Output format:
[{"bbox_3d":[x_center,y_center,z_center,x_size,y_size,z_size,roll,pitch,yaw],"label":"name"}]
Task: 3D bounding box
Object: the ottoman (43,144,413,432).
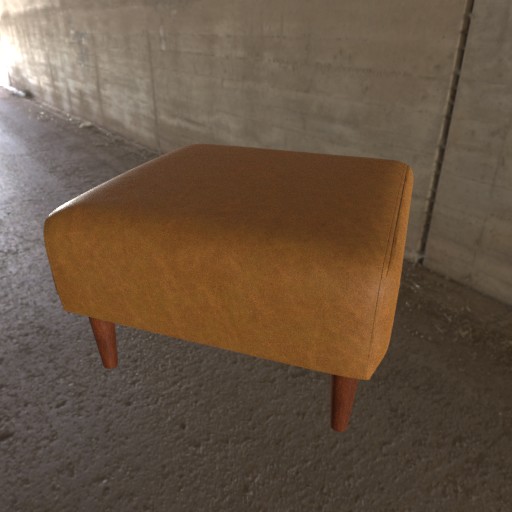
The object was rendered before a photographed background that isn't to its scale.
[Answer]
[{"bbox_3d":[0.000,0.000,1.049,0.650,0.399,0.650,9,29,17],"label":"ottoman"}]
